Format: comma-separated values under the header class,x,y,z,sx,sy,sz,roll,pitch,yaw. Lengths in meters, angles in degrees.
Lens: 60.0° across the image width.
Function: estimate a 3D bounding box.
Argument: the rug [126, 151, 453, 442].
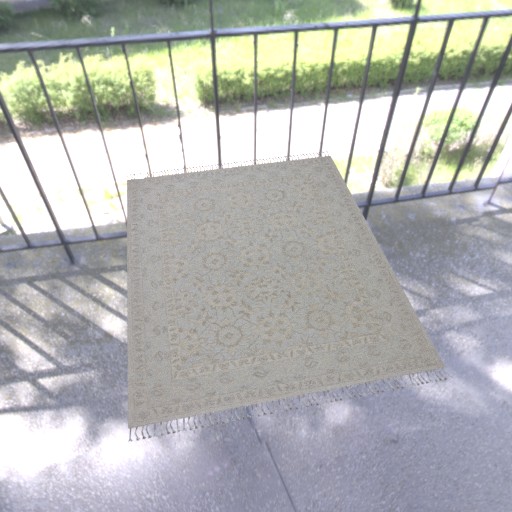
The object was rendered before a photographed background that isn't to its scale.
class,x,y,z,sx,sy,sz,roll,pitch,yaw
rug,0.000,0.000,4.183,2.444,0.013,3.043,-8,48,-8
